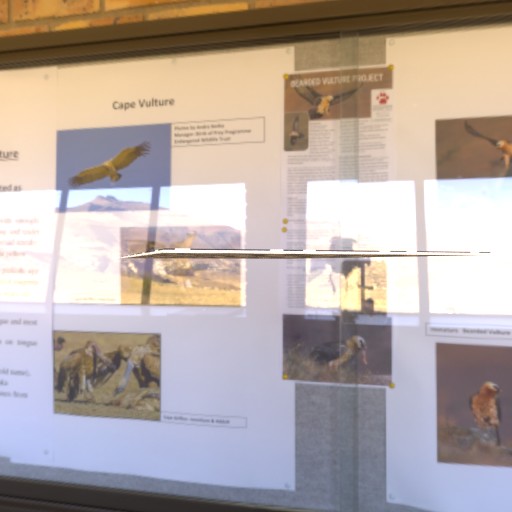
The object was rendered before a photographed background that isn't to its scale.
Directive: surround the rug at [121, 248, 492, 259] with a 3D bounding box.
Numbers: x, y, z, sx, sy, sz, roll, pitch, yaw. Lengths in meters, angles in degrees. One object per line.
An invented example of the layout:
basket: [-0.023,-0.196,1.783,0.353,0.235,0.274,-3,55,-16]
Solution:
rug: [0.000,0.000,2.908,1.555,0.016,2.286,0,-1,-20]
